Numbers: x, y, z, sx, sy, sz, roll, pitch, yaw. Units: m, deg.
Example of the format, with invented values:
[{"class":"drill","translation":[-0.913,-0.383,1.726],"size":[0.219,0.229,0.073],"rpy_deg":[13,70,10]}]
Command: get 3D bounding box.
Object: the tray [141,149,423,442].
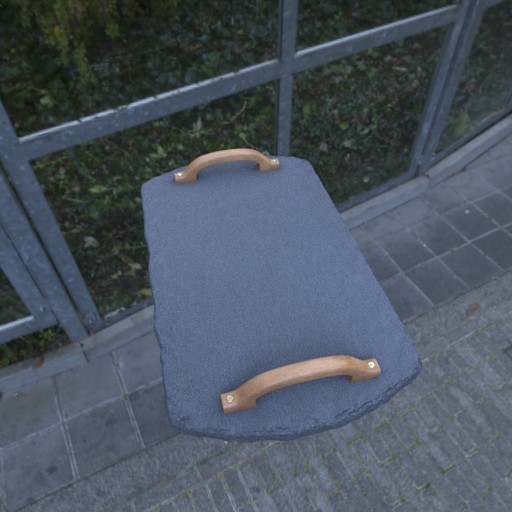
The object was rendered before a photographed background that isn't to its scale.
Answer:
[{"class":"tray","translation":[0.000,0.000,0.476],"size":[0.231,0.062,0.387],"rpy_deg":[-10,48,-10]}]
